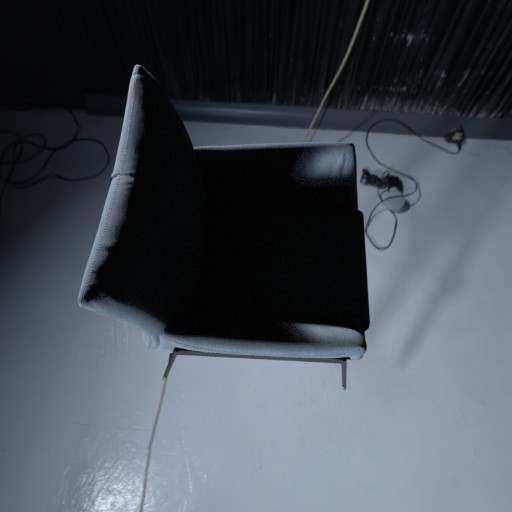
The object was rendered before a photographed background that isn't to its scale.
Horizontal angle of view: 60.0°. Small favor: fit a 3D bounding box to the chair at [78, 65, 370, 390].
[{"bbox_3d":[0.000,0.000,1.389,0.709,0.858,0.678,3,64,1],"label":"chair"}]
